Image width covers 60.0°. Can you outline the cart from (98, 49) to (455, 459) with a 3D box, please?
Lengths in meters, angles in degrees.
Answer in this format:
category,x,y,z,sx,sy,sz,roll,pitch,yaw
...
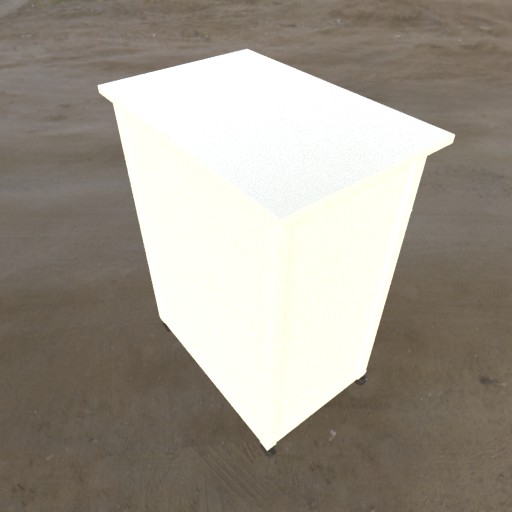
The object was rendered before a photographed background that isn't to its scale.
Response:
category,x,y,z,sx,sy,sz,roll,pitch,yaw
cart,0.000,0.000,1.241,0.442,0.864,0.683,-27,48,-27
